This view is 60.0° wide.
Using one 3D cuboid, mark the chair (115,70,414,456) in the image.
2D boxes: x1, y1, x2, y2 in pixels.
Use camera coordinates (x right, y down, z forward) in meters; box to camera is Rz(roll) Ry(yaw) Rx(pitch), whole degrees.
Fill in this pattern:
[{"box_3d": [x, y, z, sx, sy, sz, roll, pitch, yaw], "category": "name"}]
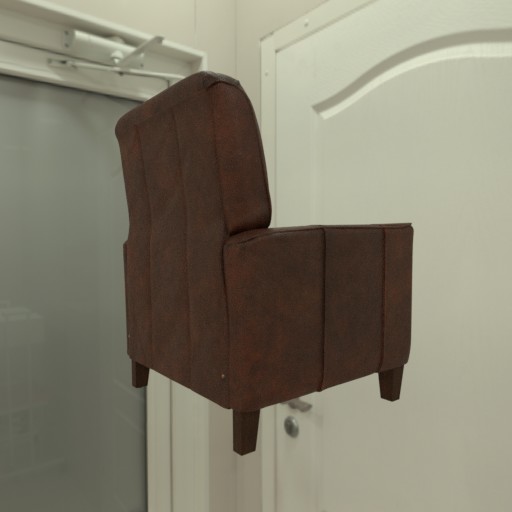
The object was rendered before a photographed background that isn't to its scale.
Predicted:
[{"box_3d": [0.000, 0.000, 1.656, 0.836, 1.043, 0.843, -1, 2, -38], "category": "chair"}]
